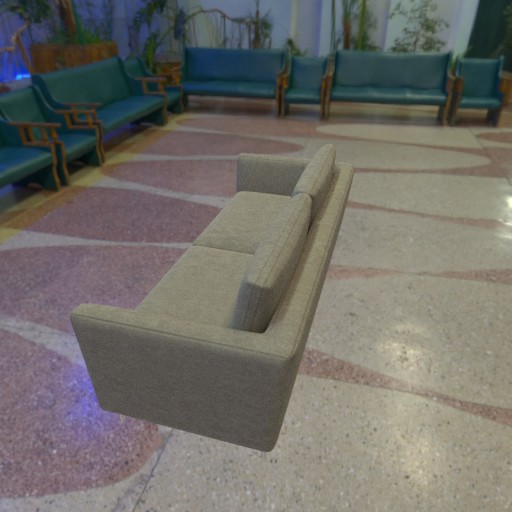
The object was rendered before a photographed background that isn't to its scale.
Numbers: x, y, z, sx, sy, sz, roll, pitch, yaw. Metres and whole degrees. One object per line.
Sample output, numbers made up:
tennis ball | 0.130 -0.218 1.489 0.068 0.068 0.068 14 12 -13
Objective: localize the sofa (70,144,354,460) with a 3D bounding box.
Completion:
sofa | 0.000 0.000 2.580 0.889 0.864 2.121 9 31 14
